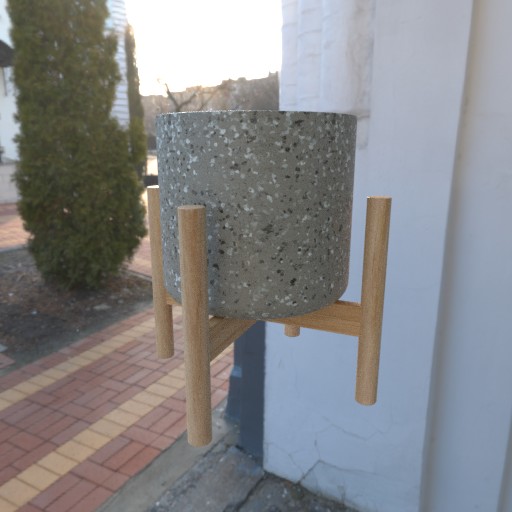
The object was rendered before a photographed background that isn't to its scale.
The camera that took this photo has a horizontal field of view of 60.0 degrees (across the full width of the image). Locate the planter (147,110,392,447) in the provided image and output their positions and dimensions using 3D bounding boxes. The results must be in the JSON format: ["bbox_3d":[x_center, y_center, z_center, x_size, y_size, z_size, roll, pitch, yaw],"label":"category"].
[{"bbox_3d":[0.000,0.000,0.536,0.284,0.320,0.284,-13,19,-42],"label":"planter"}]
